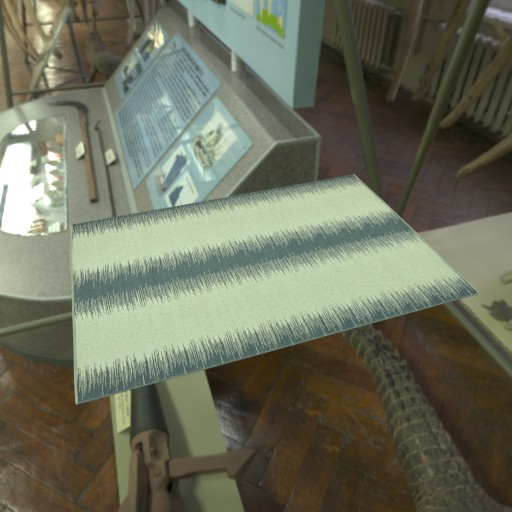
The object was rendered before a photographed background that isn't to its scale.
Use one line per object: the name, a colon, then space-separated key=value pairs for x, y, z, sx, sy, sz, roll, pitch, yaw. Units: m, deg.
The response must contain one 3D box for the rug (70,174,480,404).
rug: x=0.000 y=0.000 z=2.337 sx=1.854 sy=0.006 sz=1.234 roll=-12 pitch=41 yaw=-15
